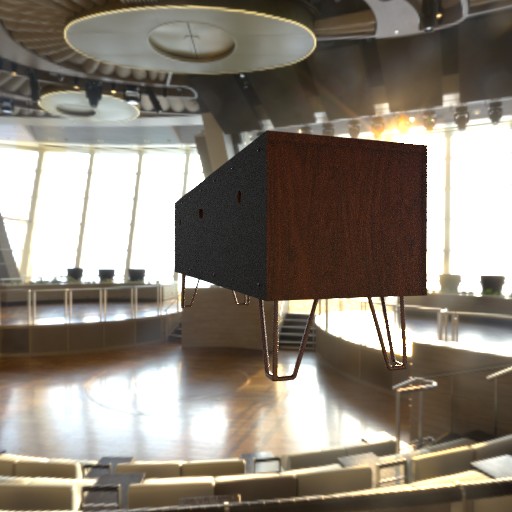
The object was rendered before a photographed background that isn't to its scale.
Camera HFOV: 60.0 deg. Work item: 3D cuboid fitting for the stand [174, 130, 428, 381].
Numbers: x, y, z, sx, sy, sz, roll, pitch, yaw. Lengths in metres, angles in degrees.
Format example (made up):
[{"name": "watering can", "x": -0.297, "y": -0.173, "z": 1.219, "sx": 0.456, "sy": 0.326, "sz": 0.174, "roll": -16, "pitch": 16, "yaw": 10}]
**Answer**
[{"name": "stand", "x": 0.000, "y": 0.000, "z": 1.895, "sx": 0.481, "sy": 0.610, "sz": 1.626, "roll": 0, "pitch": 1, "yaw": -18}]
